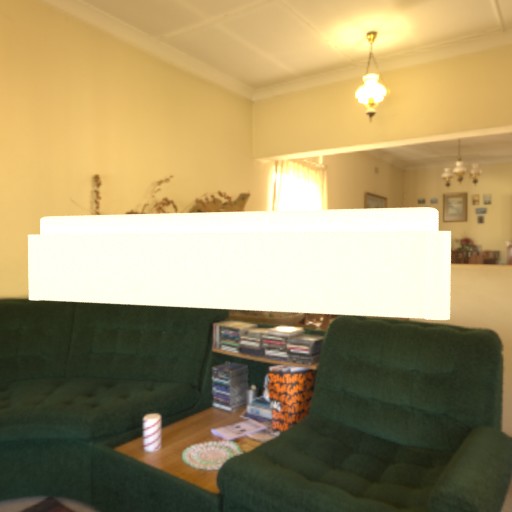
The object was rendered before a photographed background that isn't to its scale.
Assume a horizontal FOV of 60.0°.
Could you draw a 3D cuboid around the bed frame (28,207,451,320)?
[{"bbox_3d":[0.000,0.000,2.511,1.900,0.406,1.400,0,2,18],"label":"bed frame"}]
